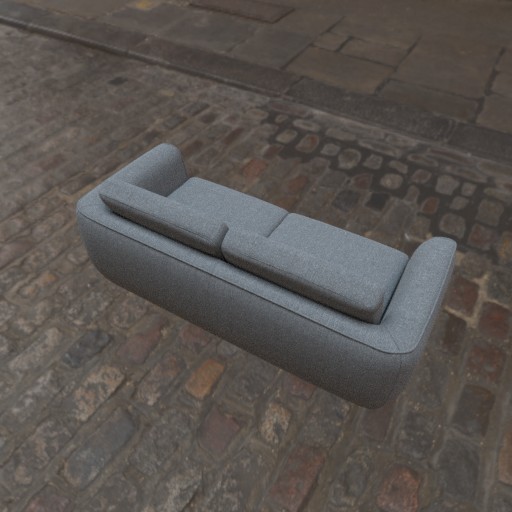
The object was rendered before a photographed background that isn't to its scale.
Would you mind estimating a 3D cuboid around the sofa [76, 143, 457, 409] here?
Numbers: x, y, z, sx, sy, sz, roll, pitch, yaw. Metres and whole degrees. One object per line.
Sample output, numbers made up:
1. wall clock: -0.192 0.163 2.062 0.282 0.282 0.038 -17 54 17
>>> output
1. sofa: 0.000 0.000 2.531 2.000 0.870 0.920 23 49 21
